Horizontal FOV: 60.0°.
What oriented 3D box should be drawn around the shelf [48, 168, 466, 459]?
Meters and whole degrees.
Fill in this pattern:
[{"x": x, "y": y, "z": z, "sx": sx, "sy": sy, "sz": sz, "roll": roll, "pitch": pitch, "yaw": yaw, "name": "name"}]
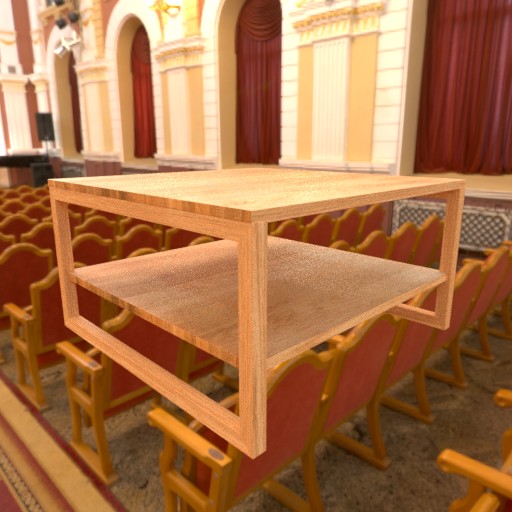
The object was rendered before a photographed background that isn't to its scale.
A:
[{"x": 0.000, "y": 0.000, "z": 1.405, "sx": 0.899, "sy": 0.480, "sz": 0.899, "roll": -14, "pitch": 20, "yaw": -43, "name": "shelf"}]
